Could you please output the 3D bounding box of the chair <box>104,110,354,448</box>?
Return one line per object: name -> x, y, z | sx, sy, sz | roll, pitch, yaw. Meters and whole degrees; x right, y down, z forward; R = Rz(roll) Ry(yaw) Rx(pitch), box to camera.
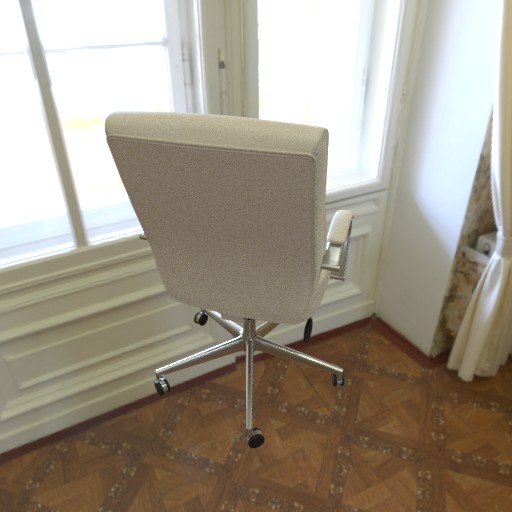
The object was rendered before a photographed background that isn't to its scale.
chair -> 0.000, 0.000, 1.565 | 0.727, 1.099, 0.745 | 9, 33, 15
